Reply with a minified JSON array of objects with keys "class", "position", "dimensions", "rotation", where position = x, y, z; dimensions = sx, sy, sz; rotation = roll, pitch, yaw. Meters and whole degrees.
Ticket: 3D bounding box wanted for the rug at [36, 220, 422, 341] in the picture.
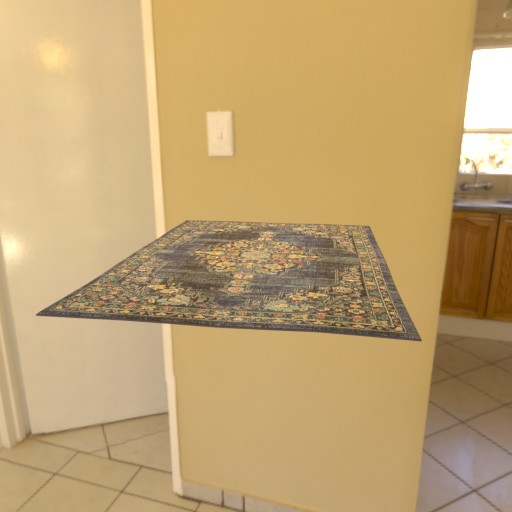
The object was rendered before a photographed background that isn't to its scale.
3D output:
[{"class":"rug","position":[0.000,0.000,4.759],"dimensions":[2.716,0.035,3.612],"rotation":[2,16,8]}]
